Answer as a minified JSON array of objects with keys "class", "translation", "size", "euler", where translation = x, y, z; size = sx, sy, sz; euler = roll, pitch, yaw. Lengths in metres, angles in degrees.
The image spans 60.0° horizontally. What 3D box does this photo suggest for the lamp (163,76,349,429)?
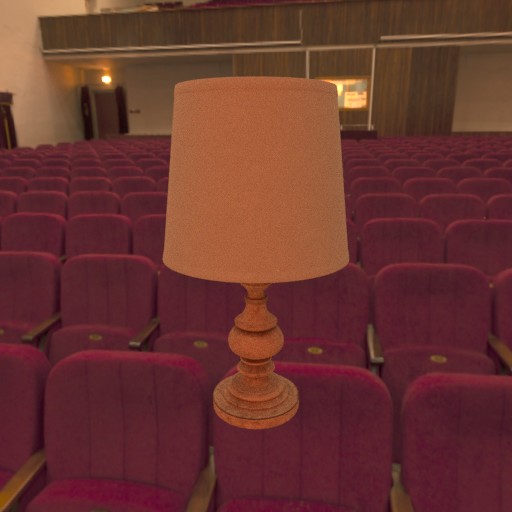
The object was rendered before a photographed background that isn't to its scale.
[{"class":"lamp","translation":[0.000,0.000,0.662],"size":[0.273,0.497,0.273],"euler":[0,15,0]}]
